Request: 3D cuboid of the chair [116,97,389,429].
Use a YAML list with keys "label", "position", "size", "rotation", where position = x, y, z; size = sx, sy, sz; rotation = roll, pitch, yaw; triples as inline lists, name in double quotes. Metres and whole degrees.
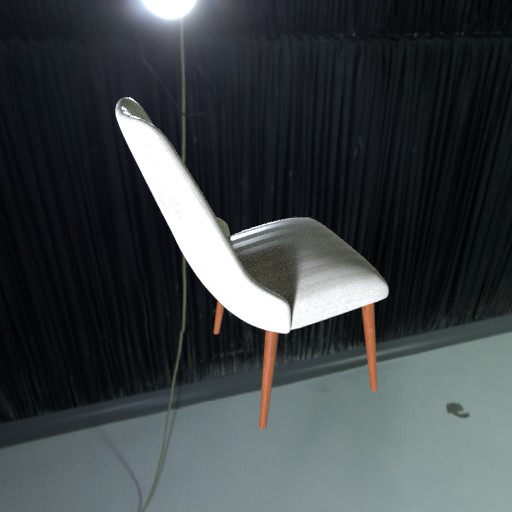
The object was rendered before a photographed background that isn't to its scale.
- label: "chair"
  position: [0.000, 0.000, 1.342]
  size: [0.684, 0.917, 0.526]
  rotation: [-11, 32, -19]
